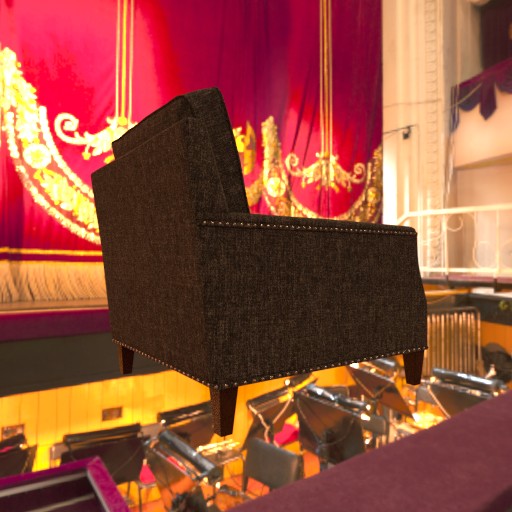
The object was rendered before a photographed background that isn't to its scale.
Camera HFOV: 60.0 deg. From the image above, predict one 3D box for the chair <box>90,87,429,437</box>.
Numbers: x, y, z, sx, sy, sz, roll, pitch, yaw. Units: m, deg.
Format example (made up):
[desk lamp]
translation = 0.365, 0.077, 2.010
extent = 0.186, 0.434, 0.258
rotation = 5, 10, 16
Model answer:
[chair]
translation = 0.000, 0.000, 1.696
extent = 1.014, 0.943, 0.853
rotation = 0, -1, -35
